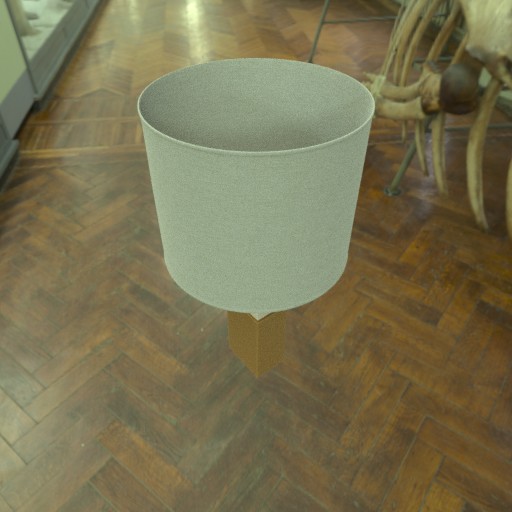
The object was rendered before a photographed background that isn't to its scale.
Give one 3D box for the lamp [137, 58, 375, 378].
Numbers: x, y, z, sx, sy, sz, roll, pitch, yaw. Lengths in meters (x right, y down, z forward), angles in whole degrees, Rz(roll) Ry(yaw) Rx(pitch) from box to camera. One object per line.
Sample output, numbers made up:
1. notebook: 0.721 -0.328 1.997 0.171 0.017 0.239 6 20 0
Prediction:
1. lamp: 0.000 0.000 0.572 0.229 0.417 0.229 -27 48 -28
